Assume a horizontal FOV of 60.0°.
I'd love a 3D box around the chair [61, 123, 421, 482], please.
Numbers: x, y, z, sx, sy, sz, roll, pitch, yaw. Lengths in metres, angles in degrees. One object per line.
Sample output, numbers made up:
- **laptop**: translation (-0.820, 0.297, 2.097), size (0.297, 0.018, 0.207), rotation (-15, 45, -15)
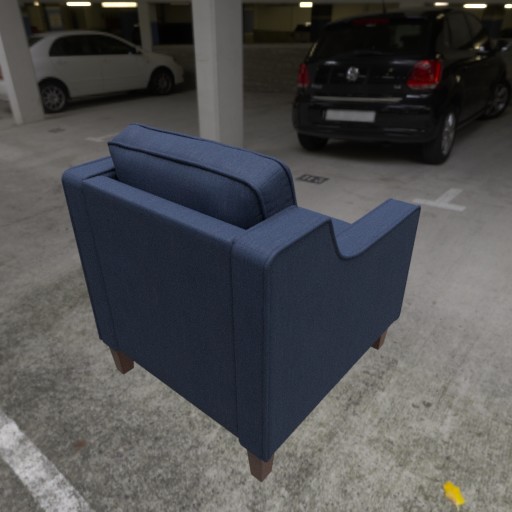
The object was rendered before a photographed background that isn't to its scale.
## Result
- **chair**: translation (0.000, 0.000, 1.610), size (0.831, 0.960, 0.909), rotation (23, 37, 34)
